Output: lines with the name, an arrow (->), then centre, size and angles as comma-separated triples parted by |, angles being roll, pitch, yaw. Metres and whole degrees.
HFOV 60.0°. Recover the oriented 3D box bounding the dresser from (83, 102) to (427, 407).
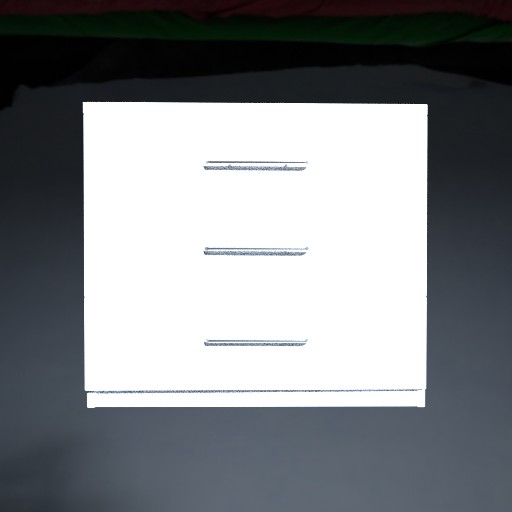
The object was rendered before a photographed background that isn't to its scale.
dresser -> 0.000, 0.000, 1.262 | 0.830, 0.740, 0.420 | 0, 1, 0
